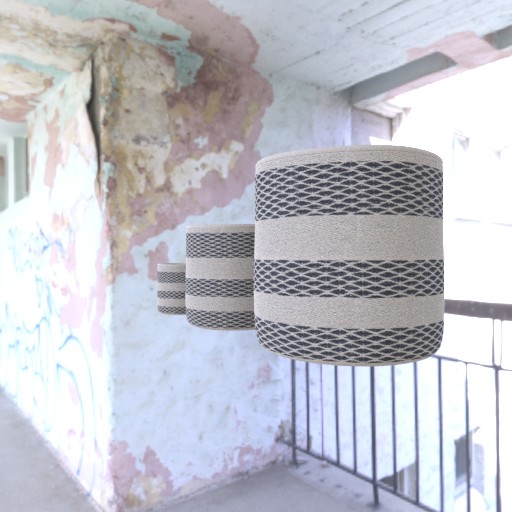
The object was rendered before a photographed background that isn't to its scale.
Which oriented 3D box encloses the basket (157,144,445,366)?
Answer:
[{"bbox_3d":[0.000,0.000,1.078,0.351,0.356,0.917,0,0,-37],"label":"basket"}]
